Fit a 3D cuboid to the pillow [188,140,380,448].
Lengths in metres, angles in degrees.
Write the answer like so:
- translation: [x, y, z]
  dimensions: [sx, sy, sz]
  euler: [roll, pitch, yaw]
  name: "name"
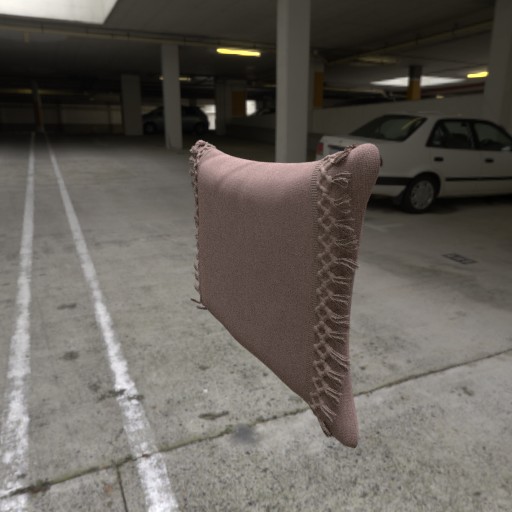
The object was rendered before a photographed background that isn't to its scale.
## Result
- translation: [0.000, 0.000, 0.603]
  dimensions: [0.084, 0.305, 0.466]
  euler: [-7, 17, -25]
  name: "pillow"
